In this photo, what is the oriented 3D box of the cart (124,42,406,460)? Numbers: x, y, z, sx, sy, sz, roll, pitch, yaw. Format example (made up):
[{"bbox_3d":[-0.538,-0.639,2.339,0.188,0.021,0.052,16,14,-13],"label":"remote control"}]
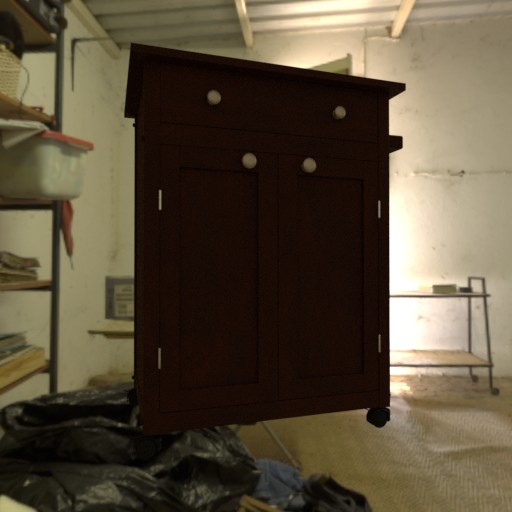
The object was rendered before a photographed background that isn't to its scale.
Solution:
[{"bbox_3d":[0.000,0.000,1.215,0.683,0.864,0.442,0,-1,-18],"label":"cart"}]
